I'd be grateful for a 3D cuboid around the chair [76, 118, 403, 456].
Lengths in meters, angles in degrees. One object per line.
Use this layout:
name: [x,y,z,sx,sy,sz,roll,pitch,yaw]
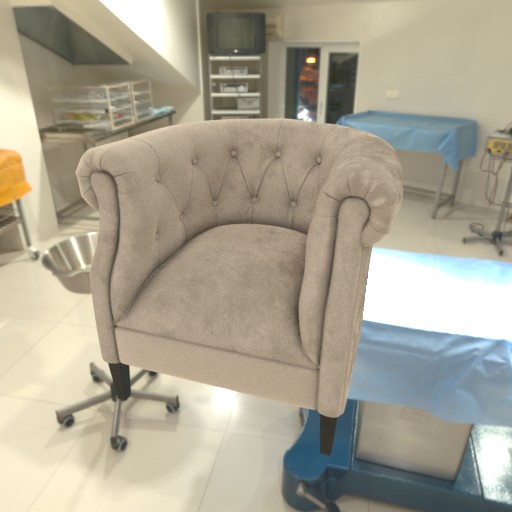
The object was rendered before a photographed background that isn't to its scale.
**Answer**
chair: [0.000,0.000,1.542,0.904,0.826,0.851,8,27,17]
